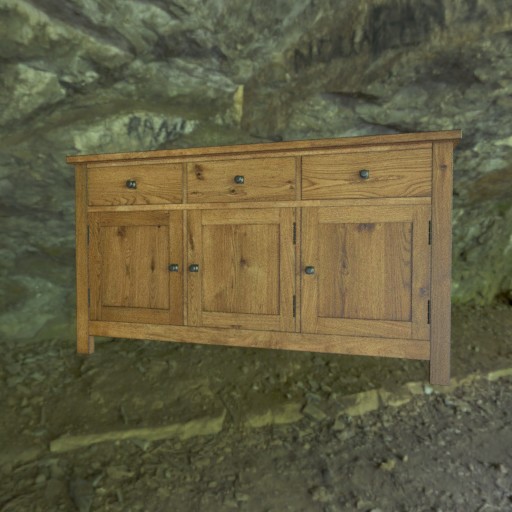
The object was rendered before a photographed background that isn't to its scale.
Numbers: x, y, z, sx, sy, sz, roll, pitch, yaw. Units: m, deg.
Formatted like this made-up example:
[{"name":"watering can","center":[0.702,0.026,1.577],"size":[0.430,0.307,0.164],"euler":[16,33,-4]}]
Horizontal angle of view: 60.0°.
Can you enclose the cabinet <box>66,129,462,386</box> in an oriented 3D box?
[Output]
[{"name":"cabinet","center":[0.000,0.000,1.822],"size":[1.474,0.813,0.480],"euler":[1,2,17]}]
